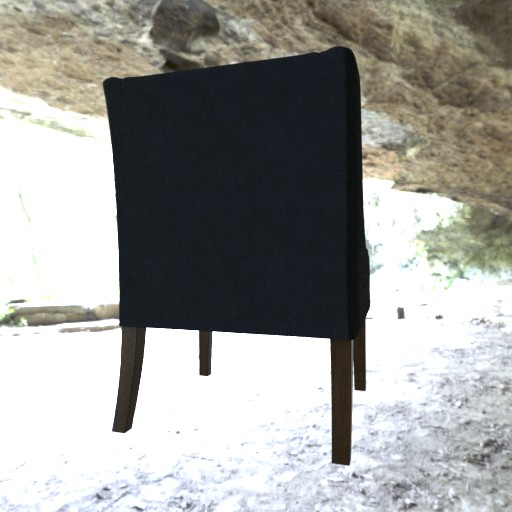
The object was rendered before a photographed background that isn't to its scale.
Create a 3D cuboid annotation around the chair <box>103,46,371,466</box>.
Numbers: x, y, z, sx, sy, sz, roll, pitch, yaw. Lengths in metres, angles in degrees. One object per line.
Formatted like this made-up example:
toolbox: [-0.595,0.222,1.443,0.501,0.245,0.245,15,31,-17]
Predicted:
chair: [0.000,0.000,1.299,0.629,0.895,0.629,0,1,17]
